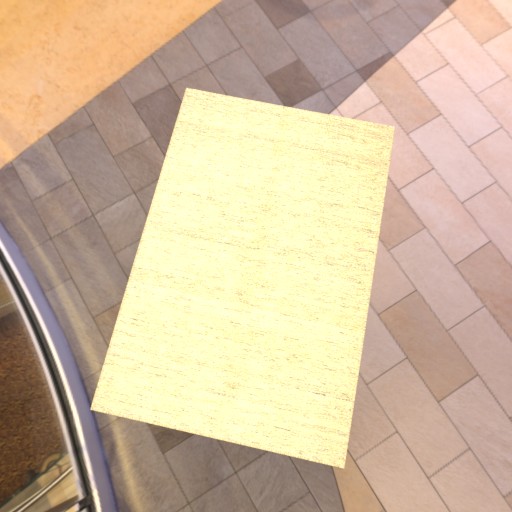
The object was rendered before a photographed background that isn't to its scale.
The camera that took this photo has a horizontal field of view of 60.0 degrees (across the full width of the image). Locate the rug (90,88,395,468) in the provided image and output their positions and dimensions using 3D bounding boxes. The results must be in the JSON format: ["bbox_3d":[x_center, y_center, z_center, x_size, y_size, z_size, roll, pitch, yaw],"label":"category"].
[{"bbox_3d":[0.000,0.000,2.356,1.250,0.015,1.850,12,75,3],"label":"rug"}]
